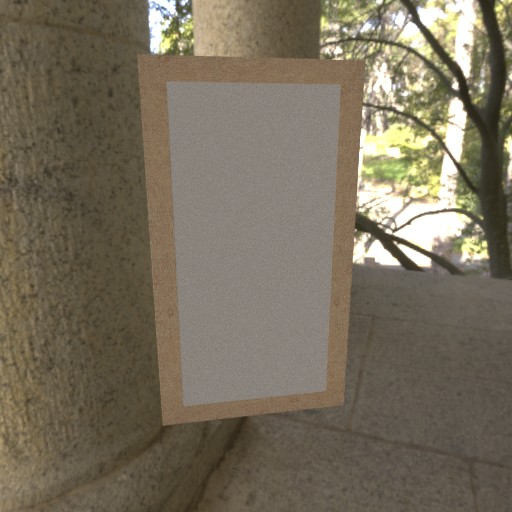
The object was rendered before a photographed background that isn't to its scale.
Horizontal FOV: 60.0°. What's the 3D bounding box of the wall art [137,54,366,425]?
[{"bbox_3d":[0.000,0.000,0.830,0.381,0.683,0.013,-3,16,-10],"label":"wall art"}]
